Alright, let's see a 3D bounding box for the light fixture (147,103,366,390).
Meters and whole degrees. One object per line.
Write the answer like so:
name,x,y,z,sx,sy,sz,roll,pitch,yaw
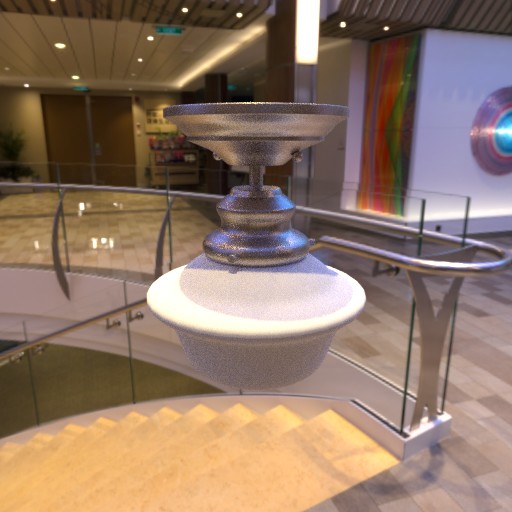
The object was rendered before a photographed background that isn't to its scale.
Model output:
light fixture,0.000,0.000,0.403,0.199,0.254,0.199,0,15,0
